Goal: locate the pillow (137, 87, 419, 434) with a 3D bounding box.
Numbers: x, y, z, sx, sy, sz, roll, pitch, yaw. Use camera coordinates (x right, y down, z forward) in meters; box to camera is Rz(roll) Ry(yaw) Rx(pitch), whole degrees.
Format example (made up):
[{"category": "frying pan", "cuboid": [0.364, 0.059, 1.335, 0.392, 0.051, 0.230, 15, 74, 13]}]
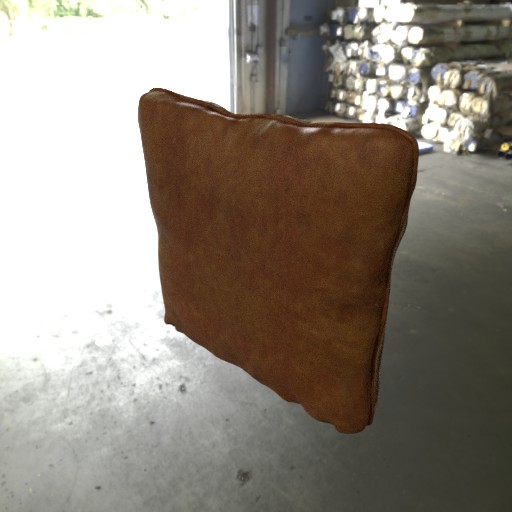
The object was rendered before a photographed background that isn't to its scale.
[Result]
[{"category": "pillow", "cuboid": [0.000, 0.000, 0.732, 0.489, 0.490, 0.130, 23, 36, 35]}]
